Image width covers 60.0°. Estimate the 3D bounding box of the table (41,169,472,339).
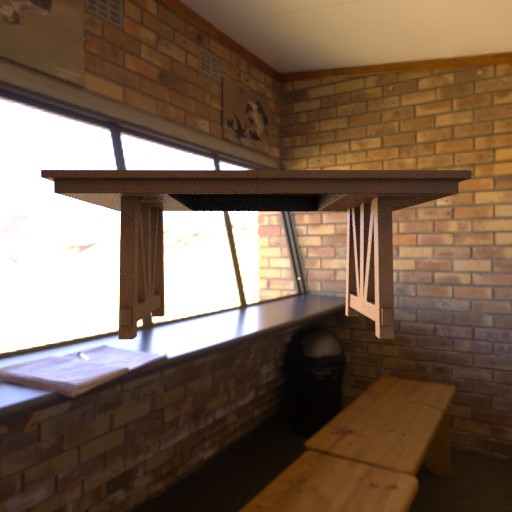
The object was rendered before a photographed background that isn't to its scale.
[{"bbox_3d":[0.000,0.000,2.448,1.881,0.768,1.016,0,1,-1],"label":"table"}]
